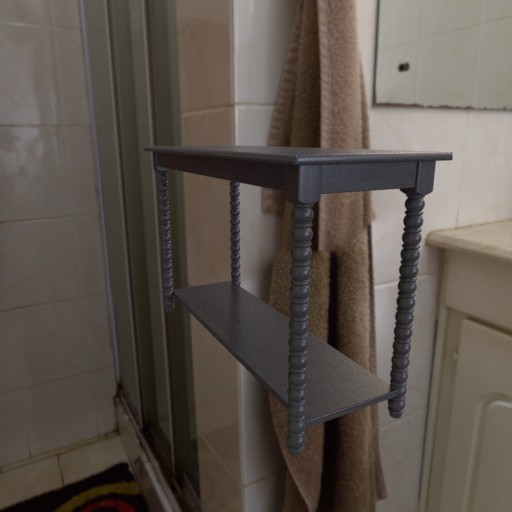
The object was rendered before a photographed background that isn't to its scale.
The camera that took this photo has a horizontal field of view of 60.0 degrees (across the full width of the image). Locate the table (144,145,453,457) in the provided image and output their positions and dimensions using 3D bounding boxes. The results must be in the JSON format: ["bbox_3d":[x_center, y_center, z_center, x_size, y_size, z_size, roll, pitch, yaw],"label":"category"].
[{"bbox_3d":[0.000,0.000,1.557,0.459,0.735,1.184,-8,17,-27],"label":"table"}]
